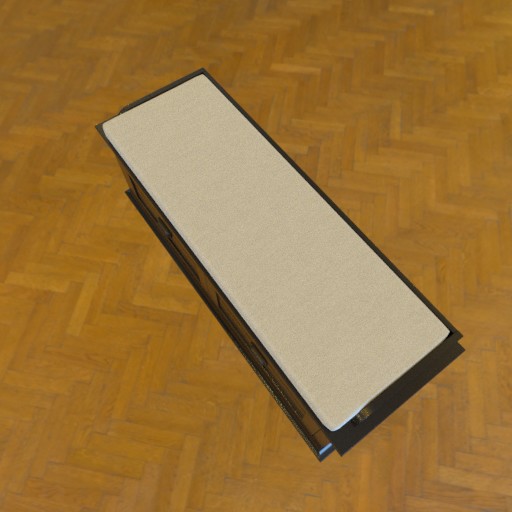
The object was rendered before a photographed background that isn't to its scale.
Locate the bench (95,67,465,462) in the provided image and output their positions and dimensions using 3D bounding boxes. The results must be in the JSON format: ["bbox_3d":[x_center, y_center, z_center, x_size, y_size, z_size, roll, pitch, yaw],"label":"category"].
[{"bbox_3d":[0.000,0.000,1.422,0.402,0.501,1.185,-33,68,-15],"label":"bench"}]
